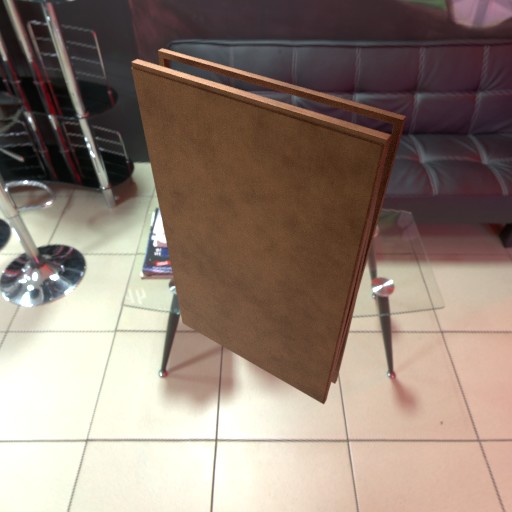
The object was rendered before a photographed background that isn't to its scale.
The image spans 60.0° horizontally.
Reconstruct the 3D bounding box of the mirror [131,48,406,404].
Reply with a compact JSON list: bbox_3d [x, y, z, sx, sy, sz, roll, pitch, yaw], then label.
[{"bbox_3d":[0.000,0.000,0.976,0.468,0.768,0.082,25,51,22],"label":"mirror"}]
